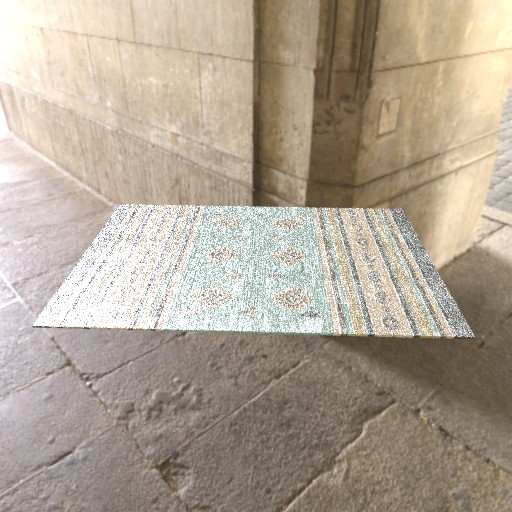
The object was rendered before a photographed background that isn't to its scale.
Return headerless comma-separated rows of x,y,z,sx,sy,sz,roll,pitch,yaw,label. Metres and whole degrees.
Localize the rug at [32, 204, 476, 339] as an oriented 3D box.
0.000,0.000,2.329,1.811,0.010,1.212,1,31,2,rug
